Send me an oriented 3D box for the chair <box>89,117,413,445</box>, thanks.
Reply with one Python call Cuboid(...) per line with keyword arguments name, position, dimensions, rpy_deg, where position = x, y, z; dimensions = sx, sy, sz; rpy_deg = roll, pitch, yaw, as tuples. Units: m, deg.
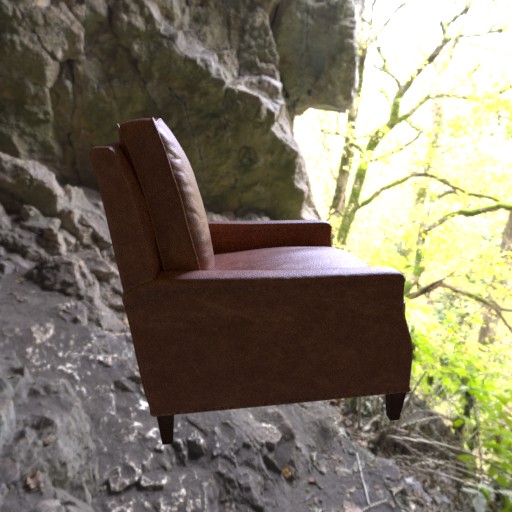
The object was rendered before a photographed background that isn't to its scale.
Cuboid(name="chair", position=(0.000, 0.000, 1.773), dimensions=(1.035, 1.054, 0.854), rpy_deg=(-3, 17, -9))
